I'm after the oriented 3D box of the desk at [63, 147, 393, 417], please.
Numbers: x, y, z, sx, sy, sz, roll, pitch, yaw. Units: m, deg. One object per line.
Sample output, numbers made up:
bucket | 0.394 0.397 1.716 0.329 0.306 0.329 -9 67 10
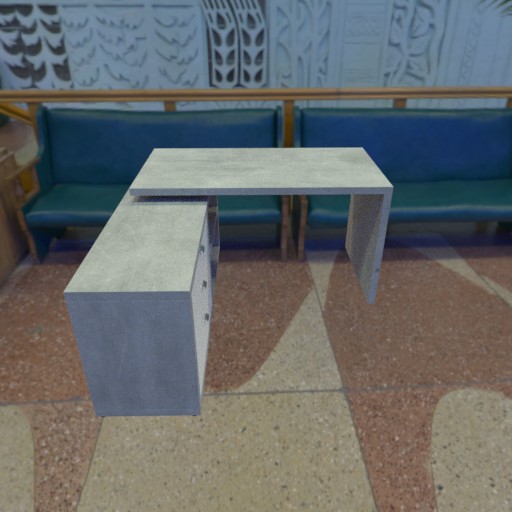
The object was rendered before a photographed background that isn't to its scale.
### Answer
desk | 0.000 0.000 2.385 1.400 0.740 1.500 0 30 -1
